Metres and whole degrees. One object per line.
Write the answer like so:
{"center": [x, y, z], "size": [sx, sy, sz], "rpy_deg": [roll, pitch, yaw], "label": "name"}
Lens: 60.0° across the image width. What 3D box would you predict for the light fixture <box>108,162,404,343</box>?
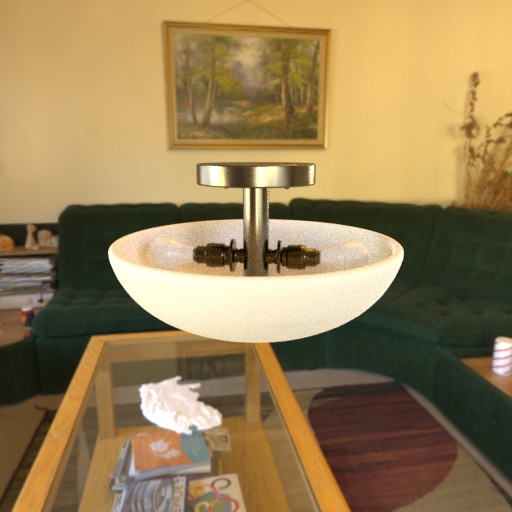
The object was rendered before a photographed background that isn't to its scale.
{"center": [0.000, 0.000, 0.524], "size": [0.330, 0.214, 0.330], "rpy_deg": [0, 13, 0], "label": "light fixture"}
